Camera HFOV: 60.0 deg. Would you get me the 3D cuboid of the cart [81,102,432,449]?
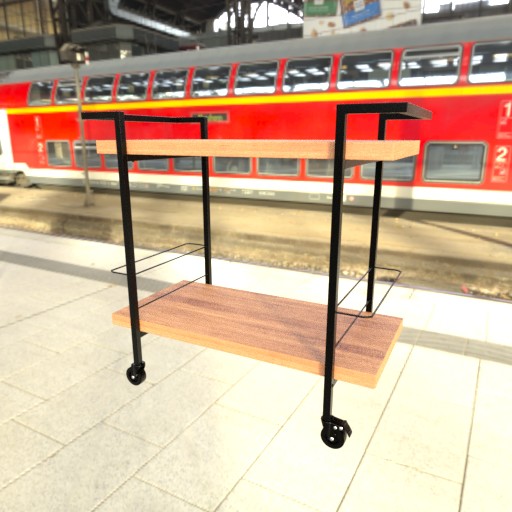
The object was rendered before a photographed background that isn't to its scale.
[{"bbox_3d":[0.000,0.000,1.233,0.806,0.762,0.406,8,17,26],"label":"cart"}]
